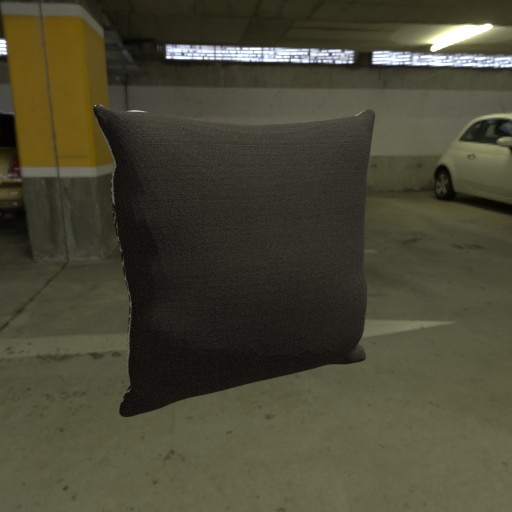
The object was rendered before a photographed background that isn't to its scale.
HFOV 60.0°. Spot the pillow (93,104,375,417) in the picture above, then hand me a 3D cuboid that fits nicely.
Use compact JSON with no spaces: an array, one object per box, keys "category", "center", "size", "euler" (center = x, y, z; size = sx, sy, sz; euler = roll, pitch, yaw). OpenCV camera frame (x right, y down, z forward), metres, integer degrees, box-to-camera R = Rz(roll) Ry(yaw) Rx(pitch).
[{"category":"pillow","center":[0.000,0.000,0.680],"size":[0.440,0.441,0.182],"euler":[-7,16,-25]}]
